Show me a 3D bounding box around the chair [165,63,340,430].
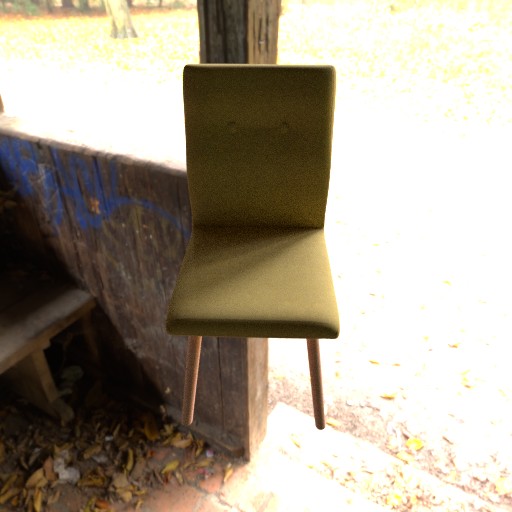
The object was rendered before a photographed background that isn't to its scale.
[{"bbox_3d":[0.000,0.000,1.307,0.450,0.965,0.550,1,33,2],"label":"chair"}]
